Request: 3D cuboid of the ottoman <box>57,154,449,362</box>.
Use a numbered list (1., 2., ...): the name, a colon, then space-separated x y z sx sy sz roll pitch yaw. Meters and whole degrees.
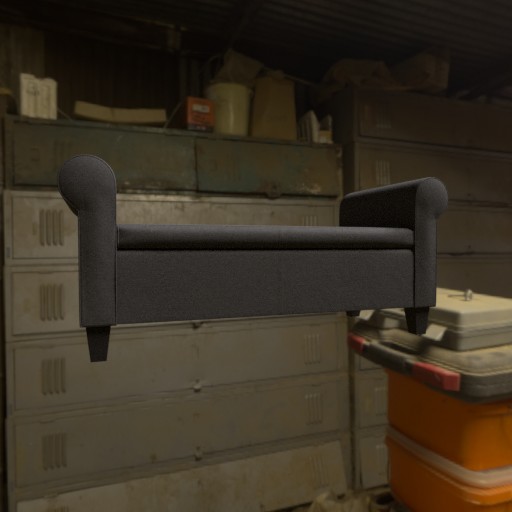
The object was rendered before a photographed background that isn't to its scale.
1. ottoman: 0.000 0.000 1.576 1.256 0.547 0.521 0 1 -20
